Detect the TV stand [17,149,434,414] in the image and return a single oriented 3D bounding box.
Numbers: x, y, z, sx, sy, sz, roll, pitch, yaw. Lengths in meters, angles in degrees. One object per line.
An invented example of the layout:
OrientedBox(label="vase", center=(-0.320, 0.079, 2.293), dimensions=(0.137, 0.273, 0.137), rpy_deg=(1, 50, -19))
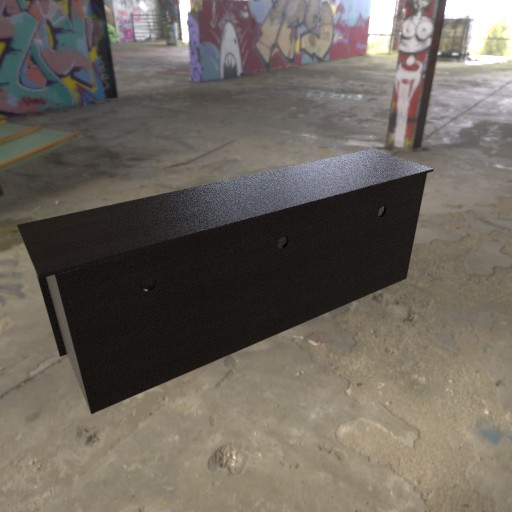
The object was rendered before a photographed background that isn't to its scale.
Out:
OrientedBox(label="TV stand", center=(0.000, 0.000, 2.008), dimensions=(1.778, 0.610, 0.406), rpy_deg=(-18, 34, -28))
